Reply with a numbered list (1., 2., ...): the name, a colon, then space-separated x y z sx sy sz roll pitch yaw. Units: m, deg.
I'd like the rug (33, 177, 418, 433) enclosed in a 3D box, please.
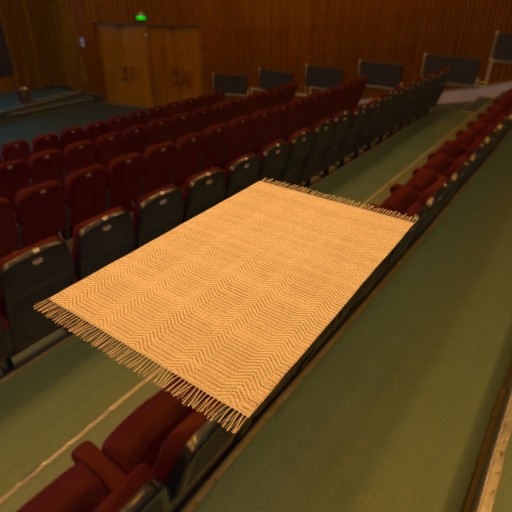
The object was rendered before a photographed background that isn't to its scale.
1. rug: 0.000 0.000 2.526 1.224 0.027 2.021 20 37 29
